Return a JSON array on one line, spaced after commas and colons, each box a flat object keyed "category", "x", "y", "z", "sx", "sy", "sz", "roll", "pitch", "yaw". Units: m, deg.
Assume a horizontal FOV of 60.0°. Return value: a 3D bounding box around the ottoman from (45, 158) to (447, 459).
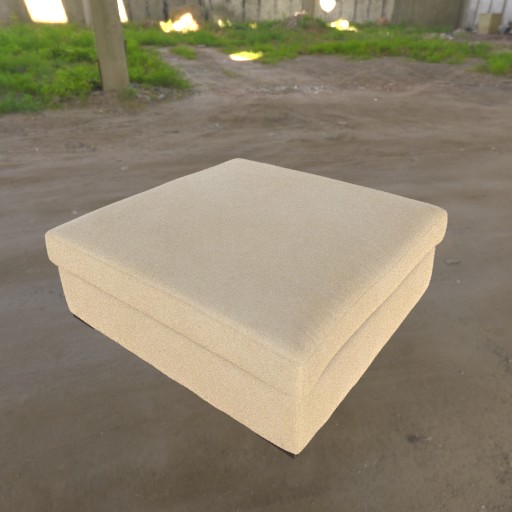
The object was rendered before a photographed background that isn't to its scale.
[{"category": "ottoman", "x": 0.000, "y": 0.000, "z": 1.875, "sx": 1.205, "sy": 0.522, "sz": 1.190, "roll": 21, "pitch": 36, "yaw": 32}]
